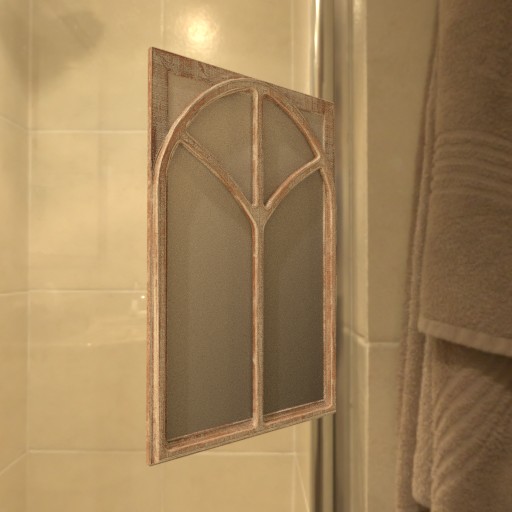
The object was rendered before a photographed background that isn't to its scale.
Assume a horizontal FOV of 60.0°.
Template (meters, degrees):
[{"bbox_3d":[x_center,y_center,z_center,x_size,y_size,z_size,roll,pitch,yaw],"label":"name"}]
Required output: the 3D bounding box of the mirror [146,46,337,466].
[{"bbox_3d":[0.000,0.000,0.976,0.495,0.787,0.058,1,-1,-37],"label":"mirror"}]
